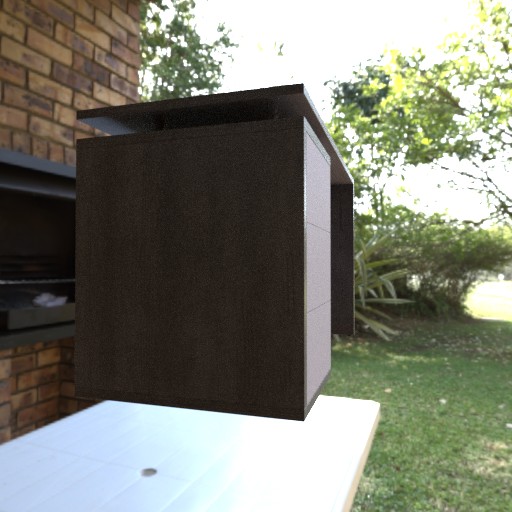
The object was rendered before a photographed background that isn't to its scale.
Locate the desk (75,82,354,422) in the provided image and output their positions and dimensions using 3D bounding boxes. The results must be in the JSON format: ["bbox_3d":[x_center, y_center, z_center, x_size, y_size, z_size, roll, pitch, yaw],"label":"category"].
[{"bbox_3d":[0.000,0.000,1.627,0.600,0.740,1.200,0,-1,18],"label":"desk"}]
